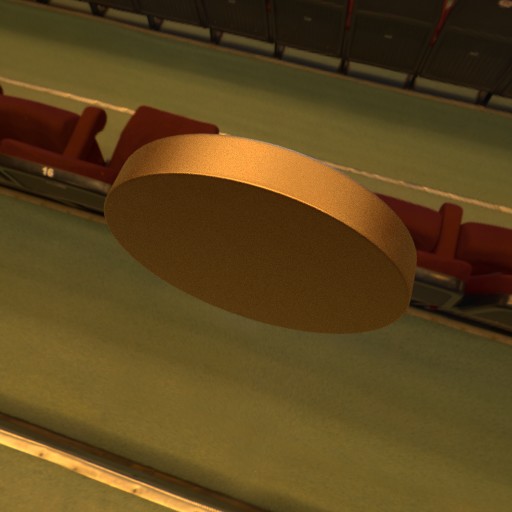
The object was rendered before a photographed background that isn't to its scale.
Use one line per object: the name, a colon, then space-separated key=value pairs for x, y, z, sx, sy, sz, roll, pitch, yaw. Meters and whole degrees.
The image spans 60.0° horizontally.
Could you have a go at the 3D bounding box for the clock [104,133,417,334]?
clock: x=0.000 y=0.000 z=0.462 sx=0.314 sy=0.314 sz=0.040 roll=16 pitch=65 yaw=8
